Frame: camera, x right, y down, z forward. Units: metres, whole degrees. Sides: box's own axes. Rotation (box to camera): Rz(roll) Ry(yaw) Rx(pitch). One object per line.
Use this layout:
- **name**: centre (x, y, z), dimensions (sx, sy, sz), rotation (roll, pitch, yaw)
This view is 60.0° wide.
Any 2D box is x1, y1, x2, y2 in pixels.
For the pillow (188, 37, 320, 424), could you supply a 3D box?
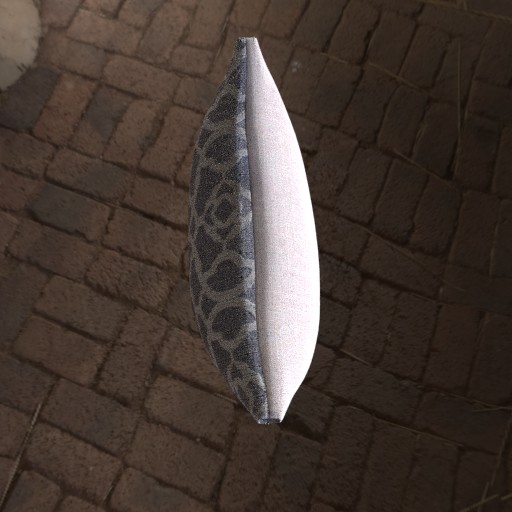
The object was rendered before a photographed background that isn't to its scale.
- **pillow**: centre (0.000, 0.000, 0.778), dimensions (0.215, 0.498, 0.508), rotation (-3, 75, -1)
